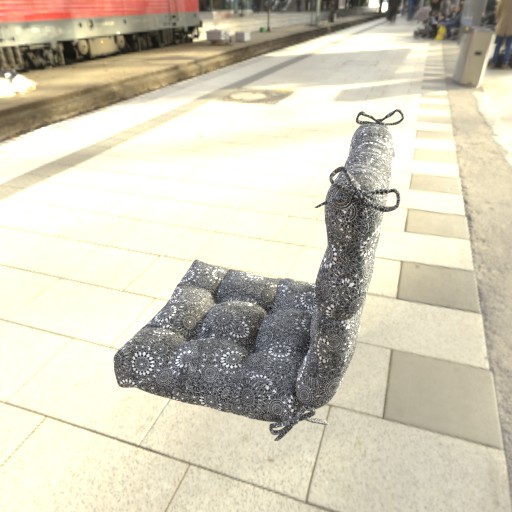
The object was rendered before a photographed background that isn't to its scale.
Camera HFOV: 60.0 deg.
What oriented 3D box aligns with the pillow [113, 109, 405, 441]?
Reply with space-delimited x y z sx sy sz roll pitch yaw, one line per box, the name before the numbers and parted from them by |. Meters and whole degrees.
pillow | 0.000 0.000 1.027 0.571 0.605 0.519 9 31 15
